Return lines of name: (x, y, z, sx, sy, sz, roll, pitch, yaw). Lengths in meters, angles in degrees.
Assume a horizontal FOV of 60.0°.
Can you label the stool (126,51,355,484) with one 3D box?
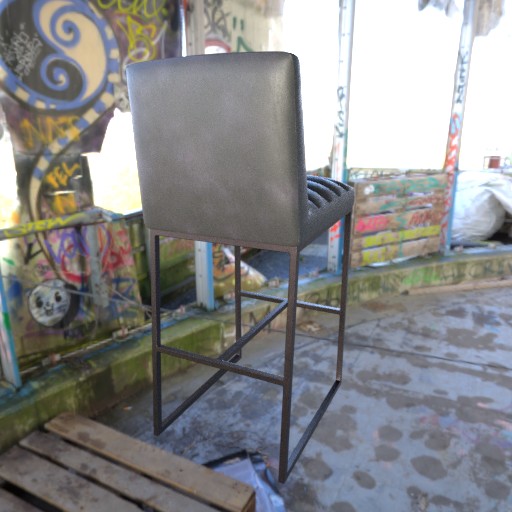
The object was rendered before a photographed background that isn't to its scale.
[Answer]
stool: (0.000, 0.000, 1.352, 0.463, 1.065, 0.562, 8, 18, 26)
